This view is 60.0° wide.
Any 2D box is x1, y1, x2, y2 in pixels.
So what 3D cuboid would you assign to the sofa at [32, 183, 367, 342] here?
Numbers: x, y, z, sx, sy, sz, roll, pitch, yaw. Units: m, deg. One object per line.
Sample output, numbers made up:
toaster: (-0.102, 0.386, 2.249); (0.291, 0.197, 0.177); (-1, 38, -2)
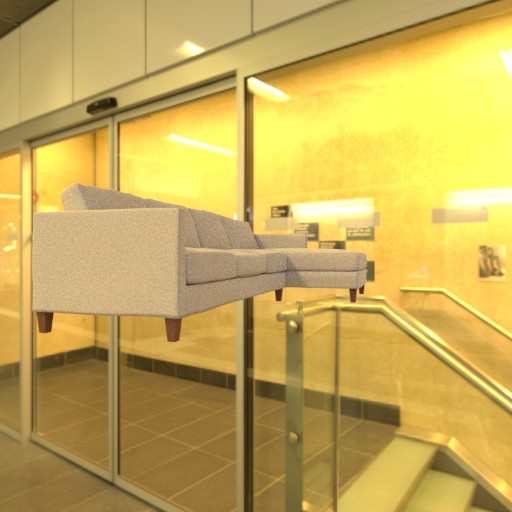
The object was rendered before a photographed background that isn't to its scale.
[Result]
sofa: (0.000, 0.000, 3.747); (1.625, 0.861, 3.186); (0, 0, 18)
